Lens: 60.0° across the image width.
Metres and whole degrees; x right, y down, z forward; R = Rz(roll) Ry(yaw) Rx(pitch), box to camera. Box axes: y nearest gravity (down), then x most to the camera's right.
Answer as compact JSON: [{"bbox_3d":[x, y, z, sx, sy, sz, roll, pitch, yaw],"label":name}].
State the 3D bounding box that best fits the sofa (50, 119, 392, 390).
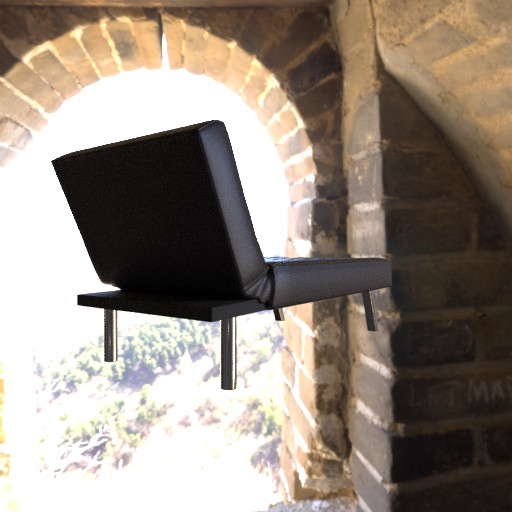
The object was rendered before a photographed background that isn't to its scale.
[{"bbox_3d":[0.000,0.000,2.036,0.760,0.820,1.560,0,1,36],"label":"sofa"}]
